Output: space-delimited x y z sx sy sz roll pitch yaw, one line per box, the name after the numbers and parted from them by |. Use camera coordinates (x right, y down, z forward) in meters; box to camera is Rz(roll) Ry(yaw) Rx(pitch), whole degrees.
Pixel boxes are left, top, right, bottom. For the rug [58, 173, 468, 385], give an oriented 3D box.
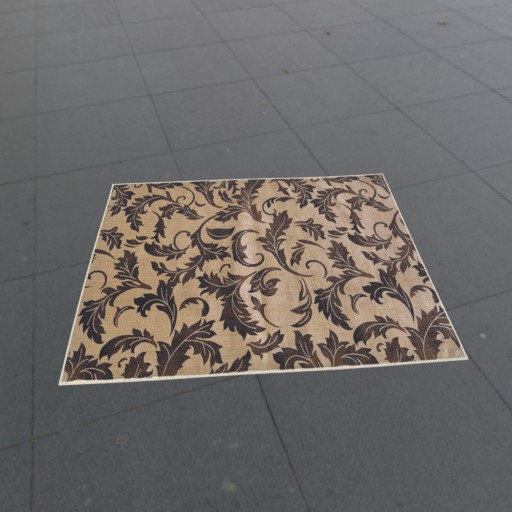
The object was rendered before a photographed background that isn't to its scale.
0.000 0.000 4.015 2.977 0.008 2.380 -3 45 -3 | rug
